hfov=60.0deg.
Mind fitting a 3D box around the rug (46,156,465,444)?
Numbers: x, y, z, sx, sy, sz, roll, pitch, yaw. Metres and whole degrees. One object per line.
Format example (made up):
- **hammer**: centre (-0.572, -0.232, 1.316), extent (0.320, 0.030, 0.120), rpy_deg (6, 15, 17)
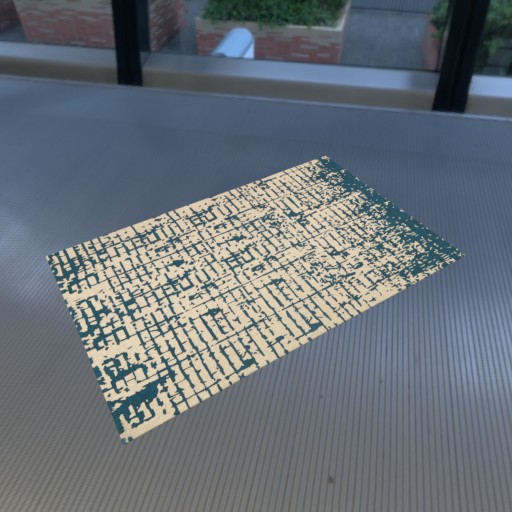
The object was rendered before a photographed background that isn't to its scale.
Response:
- **rug**: centre (0.000, 0.000, 3.026), extent (2.435, 0.011, 1.517), rpy_deg (-24, 49, -23)
